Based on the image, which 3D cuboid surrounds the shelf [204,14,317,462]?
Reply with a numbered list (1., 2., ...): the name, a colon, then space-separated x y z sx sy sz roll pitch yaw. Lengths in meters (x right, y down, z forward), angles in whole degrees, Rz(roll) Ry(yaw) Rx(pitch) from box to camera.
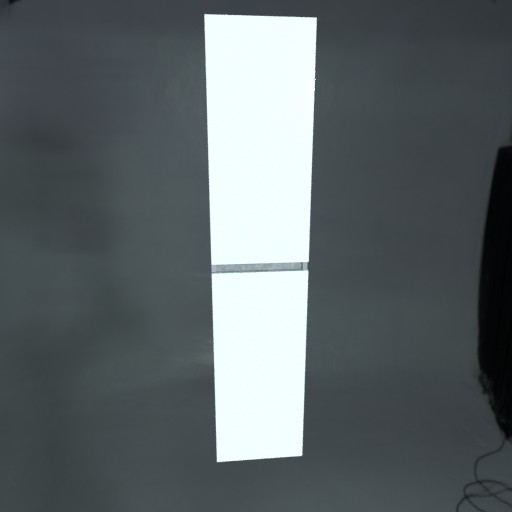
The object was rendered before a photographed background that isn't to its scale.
1. shelf: 0.000 0.000 1.494 0.300 1.400 0.270 -2 16 -6
